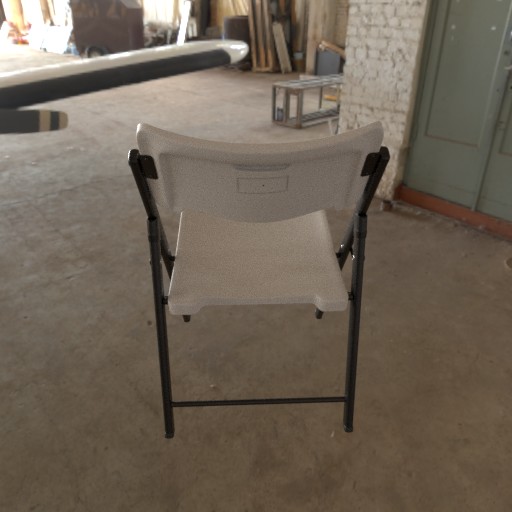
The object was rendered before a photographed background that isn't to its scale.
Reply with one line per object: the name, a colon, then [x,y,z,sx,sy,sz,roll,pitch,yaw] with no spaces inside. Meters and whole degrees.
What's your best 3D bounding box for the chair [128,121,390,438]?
chair: [0.000,0.000,1.127,0.482,0.765,0.577,-1,29,-2]
